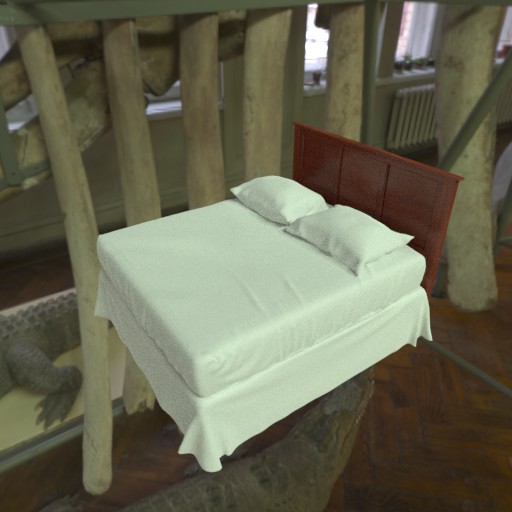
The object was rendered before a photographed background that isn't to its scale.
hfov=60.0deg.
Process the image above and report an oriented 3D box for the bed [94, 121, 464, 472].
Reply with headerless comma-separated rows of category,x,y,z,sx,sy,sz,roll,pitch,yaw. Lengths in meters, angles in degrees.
bed,0.000,0.000,3.186,2.050,1.270,1.870,-20,36,-29
